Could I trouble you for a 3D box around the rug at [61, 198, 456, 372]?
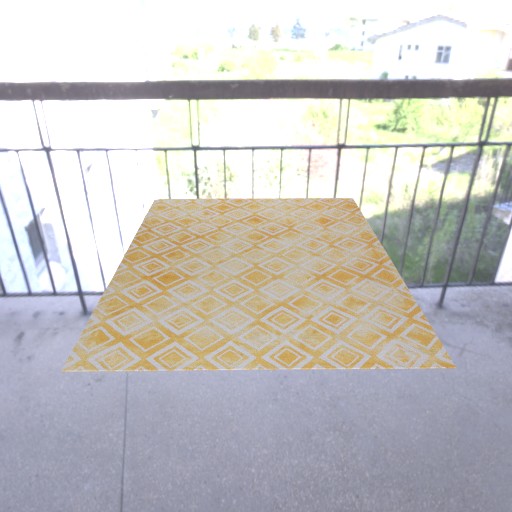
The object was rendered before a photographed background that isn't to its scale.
[{"bbox_3d":[0.000,0.000,4.072,2.433,0.011,3.037,0,28,-1],"label":"rug"}]
